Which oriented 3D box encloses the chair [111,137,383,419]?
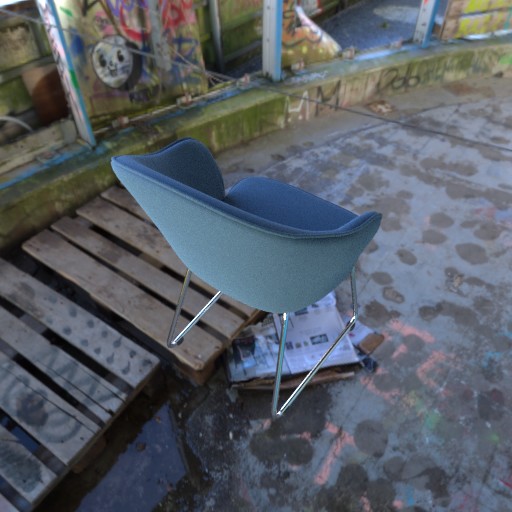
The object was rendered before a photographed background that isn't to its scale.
[{"bbox_3d":[0.000,0.000,1.212,0.570,0.815,0.585,27,51,24],"label":"chair"}]
